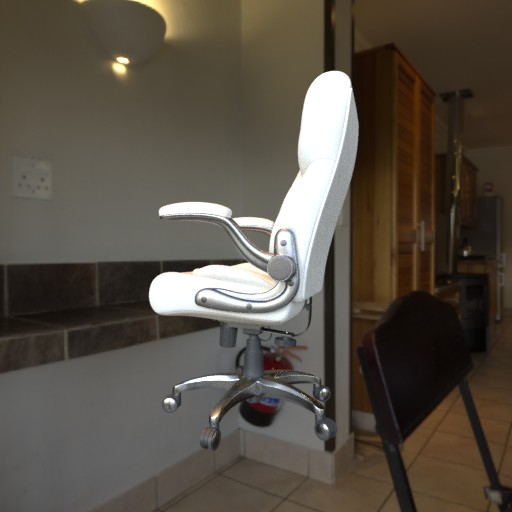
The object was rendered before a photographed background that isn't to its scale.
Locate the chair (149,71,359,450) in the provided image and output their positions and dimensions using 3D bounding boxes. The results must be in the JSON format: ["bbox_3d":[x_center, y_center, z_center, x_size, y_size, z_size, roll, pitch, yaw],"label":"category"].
[{"bbox_3d":[0.000,0.000,1.838,0.806,1.330,0.755,0,0,16],"label":"chair"}]
